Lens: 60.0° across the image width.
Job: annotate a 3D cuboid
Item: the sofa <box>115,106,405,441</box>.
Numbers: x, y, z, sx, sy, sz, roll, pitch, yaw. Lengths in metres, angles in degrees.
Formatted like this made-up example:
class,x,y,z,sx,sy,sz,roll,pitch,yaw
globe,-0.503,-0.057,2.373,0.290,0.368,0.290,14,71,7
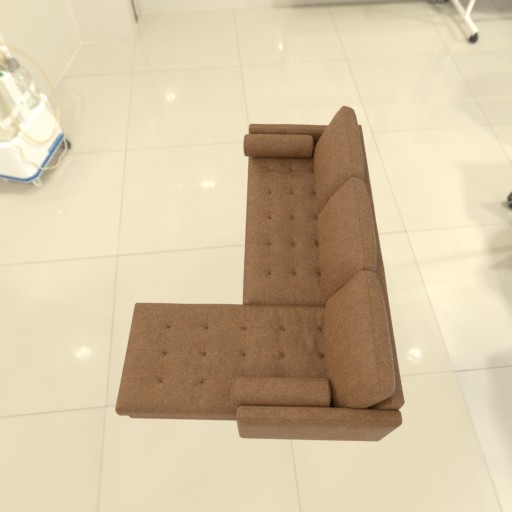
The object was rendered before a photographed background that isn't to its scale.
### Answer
class,x,y,z,sx,sy,sz,roll,pitch,yaw
sofa,0.000,0.000,2.922,1.506,0.876,2.178,1,58,1
